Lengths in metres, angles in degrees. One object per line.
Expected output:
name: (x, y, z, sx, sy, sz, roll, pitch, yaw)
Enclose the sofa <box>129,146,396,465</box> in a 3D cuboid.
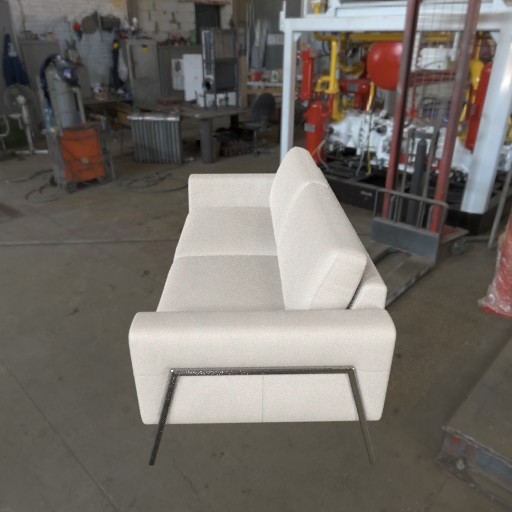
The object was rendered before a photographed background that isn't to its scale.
sofa: (0.000, 0.000, 2.504, 0.953, 0.875, 2.017, -1, 26, -1)
